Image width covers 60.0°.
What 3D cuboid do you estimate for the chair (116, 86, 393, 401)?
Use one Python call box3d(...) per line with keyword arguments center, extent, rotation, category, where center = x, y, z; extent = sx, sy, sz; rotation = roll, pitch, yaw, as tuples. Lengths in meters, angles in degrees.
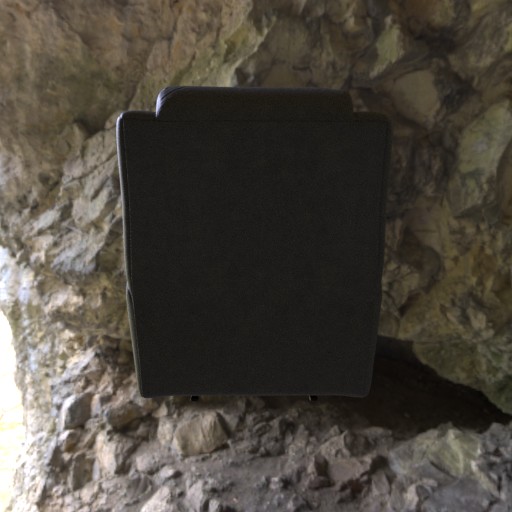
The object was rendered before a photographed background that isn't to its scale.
box3d(center=(0.000, 0.000, 1.895), extent=(0.967, 1.116, 1.068), rotation=(0, 0, -1), category="chair")
